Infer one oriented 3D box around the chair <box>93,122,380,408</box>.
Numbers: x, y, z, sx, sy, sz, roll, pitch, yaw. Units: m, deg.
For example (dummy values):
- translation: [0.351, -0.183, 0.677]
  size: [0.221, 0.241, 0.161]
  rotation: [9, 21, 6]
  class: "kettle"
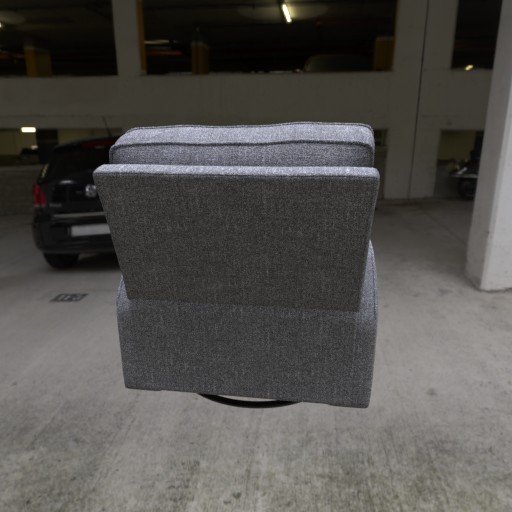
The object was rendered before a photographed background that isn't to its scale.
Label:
- translation: [0.000, 0.000, 1.671]
  size: [0.861, 0.962, 0.964]
  rotation: [2, 16, 8]
  class: "chair"
